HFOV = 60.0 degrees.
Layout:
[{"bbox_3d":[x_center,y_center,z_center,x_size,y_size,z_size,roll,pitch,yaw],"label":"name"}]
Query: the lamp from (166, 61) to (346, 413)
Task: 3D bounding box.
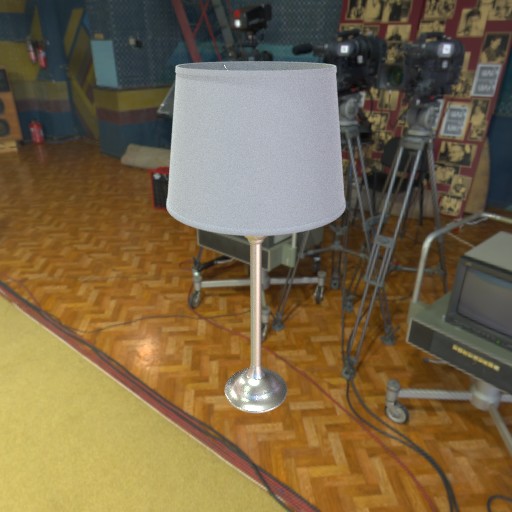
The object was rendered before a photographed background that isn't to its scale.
[{"bbox_3d":[0.000,0.000,0.883,0.331,0.698,0.331,0,26,0],"label":"lamp"}]
